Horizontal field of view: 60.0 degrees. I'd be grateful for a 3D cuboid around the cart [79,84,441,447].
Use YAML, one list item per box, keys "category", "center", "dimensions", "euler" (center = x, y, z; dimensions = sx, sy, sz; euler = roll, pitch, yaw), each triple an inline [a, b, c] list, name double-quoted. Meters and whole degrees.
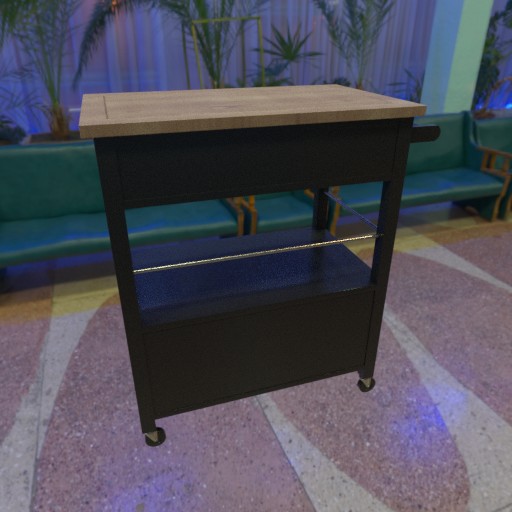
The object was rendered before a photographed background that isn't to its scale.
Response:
- category: "cart"
  center: [0.000, 0.000, 1.334]
  dimensions: [0.840, 0.901, 0.459]
  euler: [-9, 28, -16]
